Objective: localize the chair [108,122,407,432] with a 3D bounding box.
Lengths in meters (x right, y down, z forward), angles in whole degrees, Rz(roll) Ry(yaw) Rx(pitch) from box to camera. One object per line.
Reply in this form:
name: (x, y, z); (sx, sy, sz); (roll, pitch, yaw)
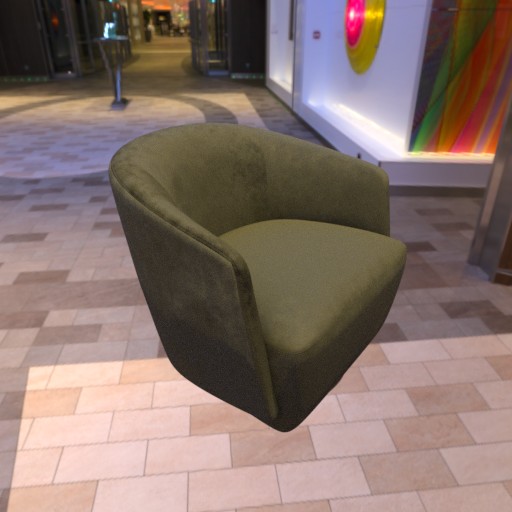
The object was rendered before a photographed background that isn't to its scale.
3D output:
chair: (0.000, 0.000, 1.377); (0.767, 0.698, 0.773); (20, 34, 32)
